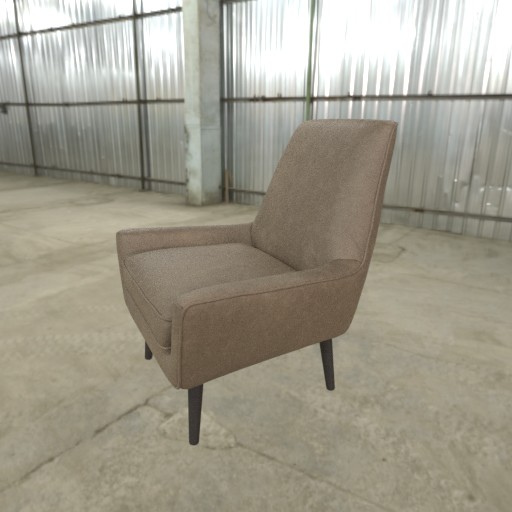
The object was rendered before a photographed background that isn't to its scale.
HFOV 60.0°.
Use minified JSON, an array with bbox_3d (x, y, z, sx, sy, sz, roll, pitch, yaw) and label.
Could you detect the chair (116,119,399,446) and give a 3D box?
[{"bbox_3d":[0.000,0.000,1.502,0.824,0.888,0.787,-8,19,-26],"label":"chair"}]
